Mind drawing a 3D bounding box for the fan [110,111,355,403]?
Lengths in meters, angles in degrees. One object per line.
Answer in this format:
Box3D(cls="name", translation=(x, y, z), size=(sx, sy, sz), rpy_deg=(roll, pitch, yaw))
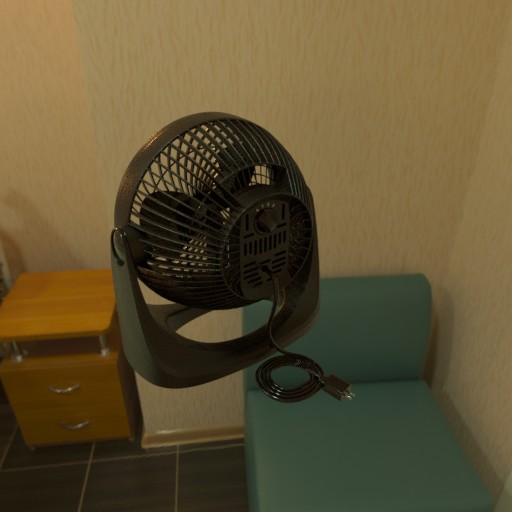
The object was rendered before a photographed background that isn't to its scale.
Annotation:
Box3D(cls="fan", translation=(0.000, 0.000, 0.491), size=(0.273, 0.277, 0.256), rpy_deg=(-19, 34, -31))
